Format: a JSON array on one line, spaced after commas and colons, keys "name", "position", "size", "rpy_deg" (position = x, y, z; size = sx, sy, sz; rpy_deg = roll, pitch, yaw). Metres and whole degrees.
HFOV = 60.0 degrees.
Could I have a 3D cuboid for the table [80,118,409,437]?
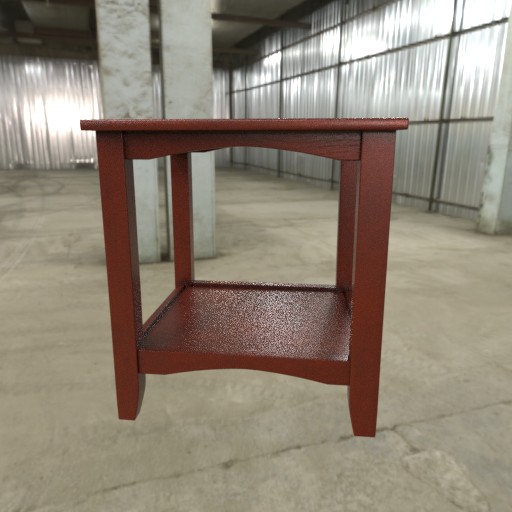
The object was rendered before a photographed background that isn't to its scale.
[{"name": "table", "position": [0.000, 0.000, 0.979], "size": [0.523, 0.558, 0.522], "rpy_deg": [2, 15, 9]}]
